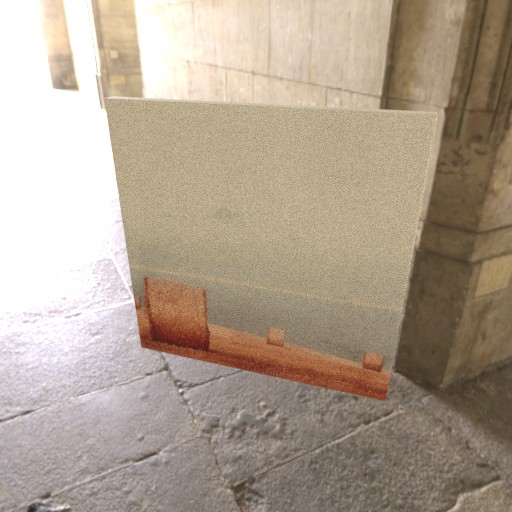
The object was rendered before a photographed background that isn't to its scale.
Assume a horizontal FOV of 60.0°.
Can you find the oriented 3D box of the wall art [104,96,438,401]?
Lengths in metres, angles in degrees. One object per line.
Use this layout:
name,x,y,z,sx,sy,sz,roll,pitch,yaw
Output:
wall art,0.000,0.000,1.161,0.760,0.760,0.042,8,28,16
